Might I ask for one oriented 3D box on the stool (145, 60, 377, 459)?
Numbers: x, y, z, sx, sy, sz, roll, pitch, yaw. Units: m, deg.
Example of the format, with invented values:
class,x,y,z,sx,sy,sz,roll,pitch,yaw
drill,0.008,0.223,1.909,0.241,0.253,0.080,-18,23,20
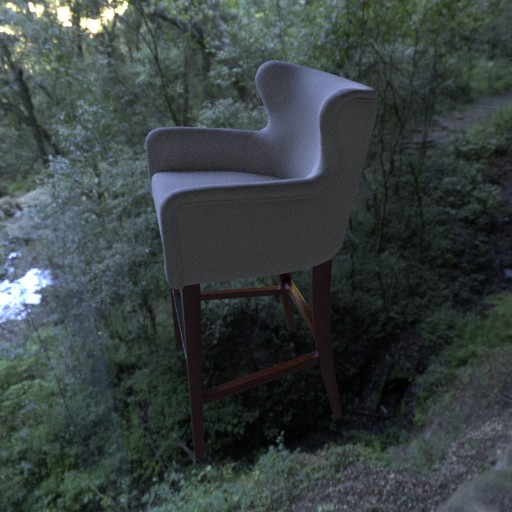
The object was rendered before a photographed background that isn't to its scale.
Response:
class,x,y,z,sx,sy,sz,roll,pitch,yaw
stool,0.000,0.000,1.345,0.563,1.034,0.556,-8,31,-13
